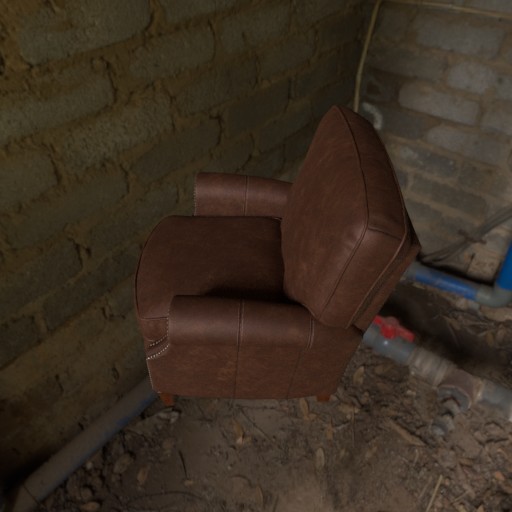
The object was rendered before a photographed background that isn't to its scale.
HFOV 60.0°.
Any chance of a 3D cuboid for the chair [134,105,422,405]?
[{"bbox_3d":[0.000,0.000,1.783,0.986,1.018,0.936,0,42,0],"label":"chair"}]
